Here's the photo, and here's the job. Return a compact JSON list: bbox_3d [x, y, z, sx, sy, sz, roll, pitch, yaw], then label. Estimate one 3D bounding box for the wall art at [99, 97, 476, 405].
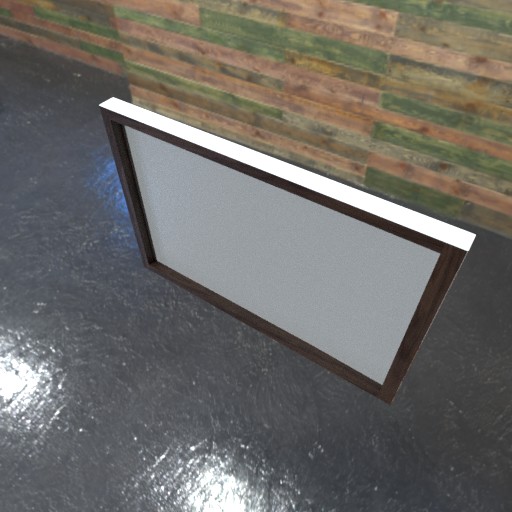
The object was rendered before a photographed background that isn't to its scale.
[{"bbox_3d":[0.000,0.000,1.174,0.914,0.610,0.050,26,52,22],"label":"wall art"}]
